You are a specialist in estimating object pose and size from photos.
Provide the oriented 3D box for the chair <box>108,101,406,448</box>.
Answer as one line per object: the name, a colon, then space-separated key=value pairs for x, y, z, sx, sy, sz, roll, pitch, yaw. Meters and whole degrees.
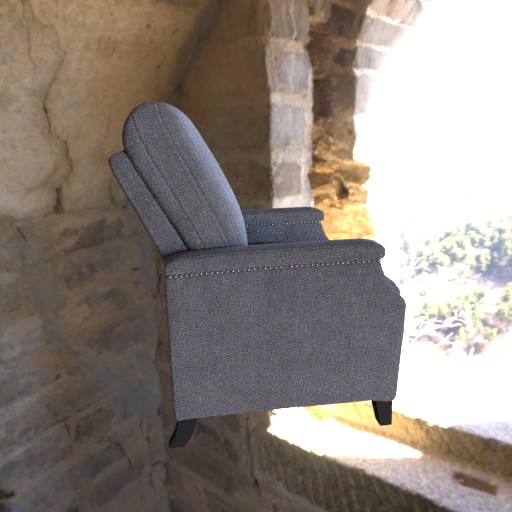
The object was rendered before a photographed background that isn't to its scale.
chair: x=0.000 y=0.000 z=1.638 sx=0.922 sy=1.049 sz=0.710 roll=-2 pitch=16 yaw=-9
